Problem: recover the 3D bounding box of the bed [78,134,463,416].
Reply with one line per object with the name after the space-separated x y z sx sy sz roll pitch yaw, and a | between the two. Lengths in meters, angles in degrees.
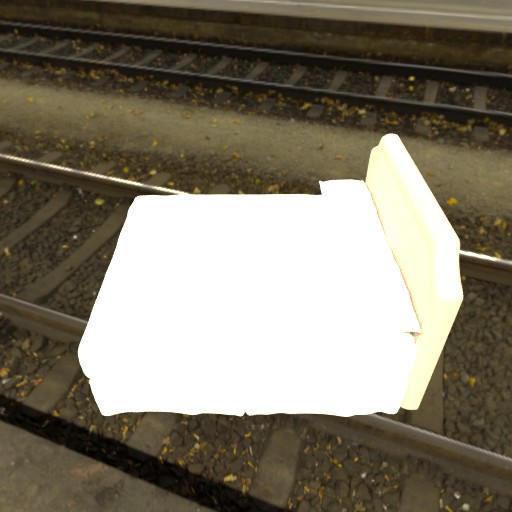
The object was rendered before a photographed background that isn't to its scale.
0.000 0.000 3.798 2.548 1.524 2.134 0 40 0 | bed
